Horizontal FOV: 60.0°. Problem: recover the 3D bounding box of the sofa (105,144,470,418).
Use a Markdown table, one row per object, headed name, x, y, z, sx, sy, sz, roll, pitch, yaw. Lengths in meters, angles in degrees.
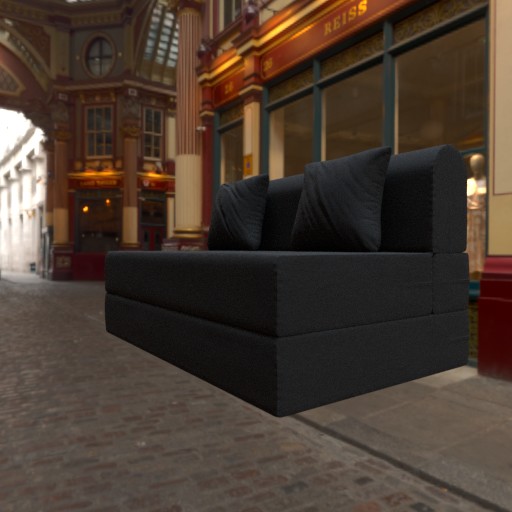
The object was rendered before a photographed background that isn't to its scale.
| name | x | y | z | sx | sy | sz | roll | pitch | yaw |
| --- | --- | --- | --- | --- | --- | --- | --- | --- | --- |
| sofa | 0.000 | 0.000 | 1.650 | 0.762 | 0.670 | 1.225 | -1 | 1 | -35 |
